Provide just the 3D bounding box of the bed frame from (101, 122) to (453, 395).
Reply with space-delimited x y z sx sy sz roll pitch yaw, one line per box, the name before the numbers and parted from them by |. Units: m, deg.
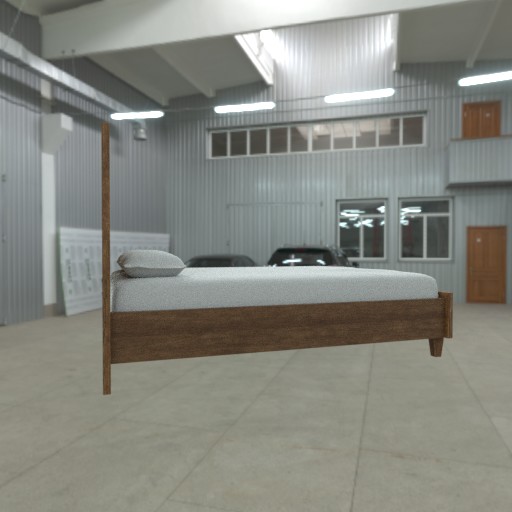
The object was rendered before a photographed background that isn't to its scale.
bed frame | 0.000 0.000 3.471 2.276 1.417 1.696 0 1 -19
